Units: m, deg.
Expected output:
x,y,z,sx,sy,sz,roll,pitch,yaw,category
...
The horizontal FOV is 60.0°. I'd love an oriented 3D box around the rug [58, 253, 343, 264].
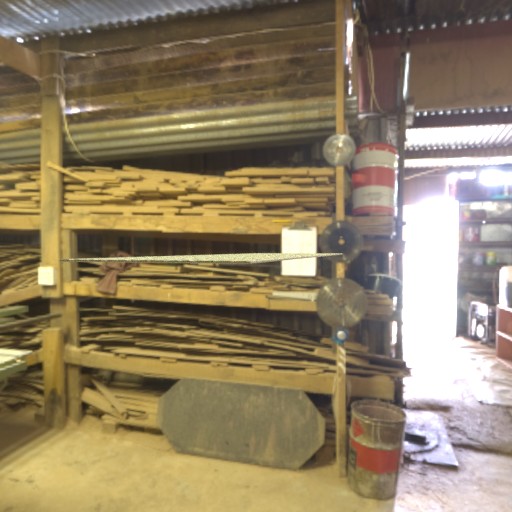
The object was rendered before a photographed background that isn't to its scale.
x,y,z,sx,sy,sz,roll,pitch,yaw,category
0.000,0.000,2.679,0.750,0.009,2.435,0,1,18,rug
